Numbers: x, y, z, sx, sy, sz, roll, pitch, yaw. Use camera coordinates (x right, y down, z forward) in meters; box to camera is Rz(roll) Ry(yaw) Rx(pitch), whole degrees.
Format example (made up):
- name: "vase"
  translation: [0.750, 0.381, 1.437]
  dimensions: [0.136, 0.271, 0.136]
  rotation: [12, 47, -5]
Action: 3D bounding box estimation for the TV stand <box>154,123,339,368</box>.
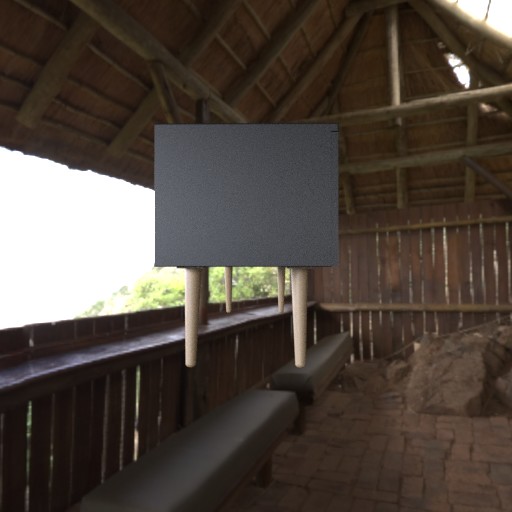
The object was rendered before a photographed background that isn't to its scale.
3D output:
- name: "TV stand"
  translation: [0.000, 0.000, 1.549]
  dimensions: [0.390, 0.518, 1.312]
  rotation: [0, -1, 1]
